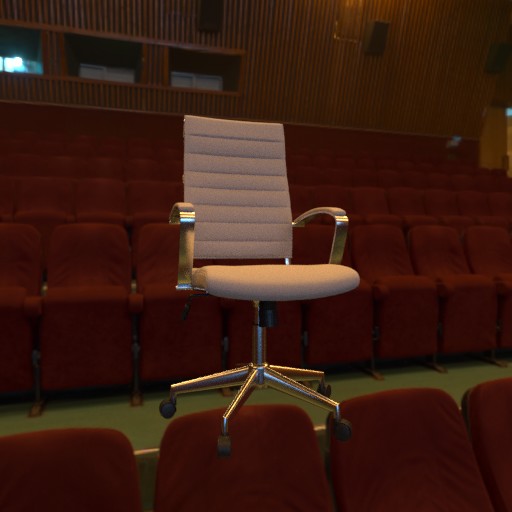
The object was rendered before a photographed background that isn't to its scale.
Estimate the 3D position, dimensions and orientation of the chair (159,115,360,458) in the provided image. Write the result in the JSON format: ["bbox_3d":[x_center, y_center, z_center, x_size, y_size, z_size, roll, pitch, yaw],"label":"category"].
[{"bbox_3d":[0.000,0.000,1.607,0.679,1.149,0.667,0,1,-17],"label":"chair"}]
